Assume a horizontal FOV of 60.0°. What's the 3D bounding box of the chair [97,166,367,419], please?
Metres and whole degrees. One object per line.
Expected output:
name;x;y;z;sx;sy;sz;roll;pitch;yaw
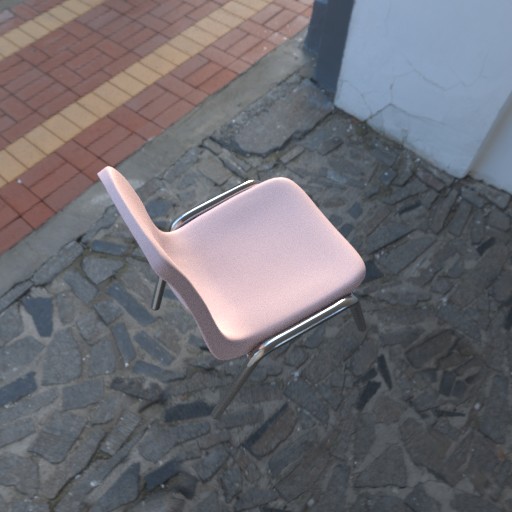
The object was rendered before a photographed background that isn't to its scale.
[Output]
chair;0.000;0.000;0.852;0.423;0.586;0.354;-29;64;-16
